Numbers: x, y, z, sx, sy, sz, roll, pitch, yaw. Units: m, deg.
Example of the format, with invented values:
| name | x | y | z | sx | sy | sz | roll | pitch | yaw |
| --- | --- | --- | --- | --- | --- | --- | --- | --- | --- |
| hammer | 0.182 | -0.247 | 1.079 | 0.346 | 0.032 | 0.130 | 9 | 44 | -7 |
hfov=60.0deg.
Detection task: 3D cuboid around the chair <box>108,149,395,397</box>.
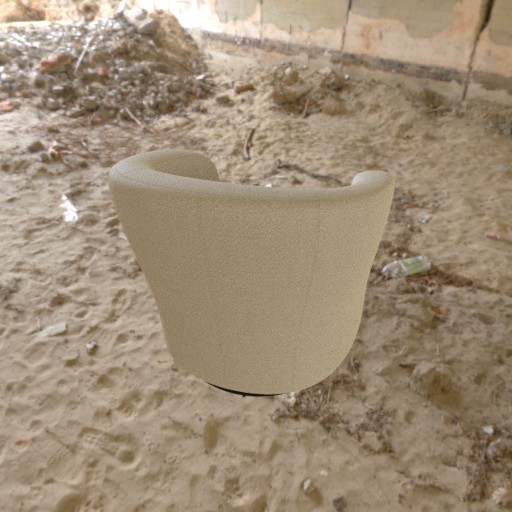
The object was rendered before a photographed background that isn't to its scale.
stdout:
| name | x | y | z | sx | sy | sz | roll | pitch | yaw |
| --- | --- | --- | --- | --- | --- | --- | --- | --- | --- |
| chair | 0.000 | 0.000 | 1.456 | 0.791 | 0.771 | 0.815 | 10 | 33 | 15 |
